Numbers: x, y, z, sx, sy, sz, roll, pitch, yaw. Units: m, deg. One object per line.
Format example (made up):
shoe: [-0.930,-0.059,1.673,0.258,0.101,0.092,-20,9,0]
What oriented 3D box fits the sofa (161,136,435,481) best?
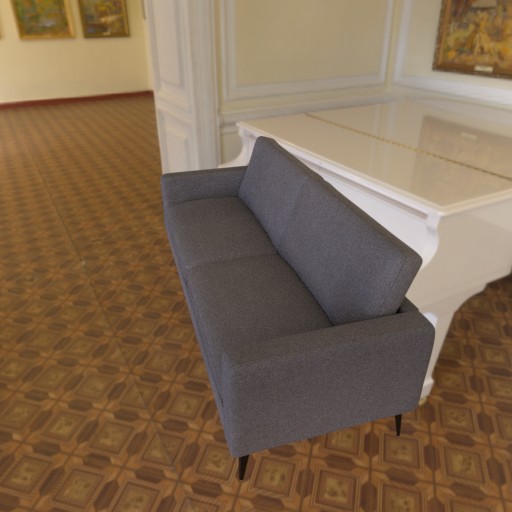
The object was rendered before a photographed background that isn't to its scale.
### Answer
sofa: [0.000,0.000,2.339,0.774,0.828,1.925,-9,31,-15]
